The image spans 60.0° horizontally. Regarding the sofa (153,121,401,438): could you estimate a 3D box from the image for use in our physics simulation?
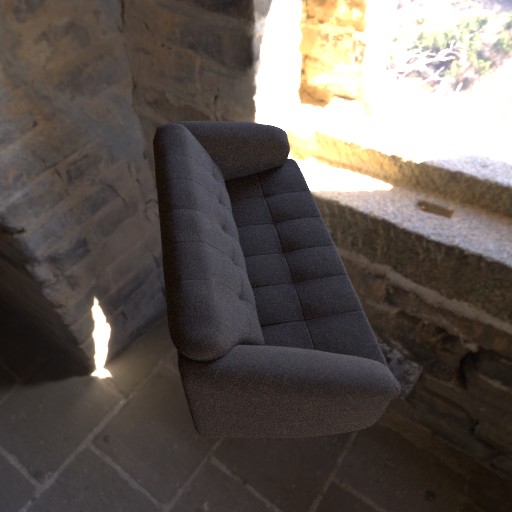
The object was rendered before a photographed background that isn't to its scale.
[{"bbox_3d":[0.000,0.000,2.299,0.887,0.790,1.849,-9,49,-8],"label":"sofa"}]
